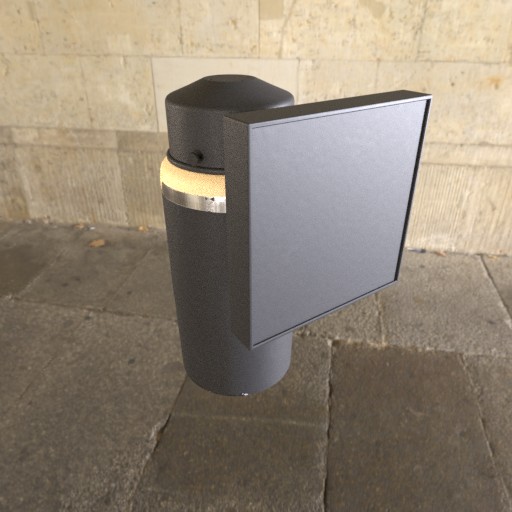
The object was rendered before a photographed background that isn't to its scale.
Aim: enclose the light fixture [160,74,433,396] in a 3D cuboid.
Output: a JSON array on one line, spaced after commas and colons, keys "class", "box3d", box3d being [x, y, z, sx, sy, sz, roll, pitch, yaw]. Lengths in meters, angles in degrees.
[{"class": "light fixture", "box3d": [0.000, 0.000, 0.351, 0.130, 0.257, 0.176, -19, 34, -30]}]
